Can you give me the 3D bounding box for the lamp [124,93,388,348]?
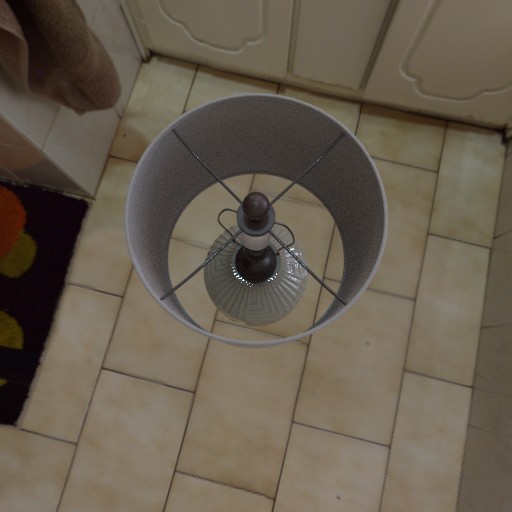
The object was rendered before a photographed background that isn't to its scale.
[{"bbox_3d":[0.000,0.000,0.776,0.318,0.567,0.318,0,77,0],"label":"lamp"}]
